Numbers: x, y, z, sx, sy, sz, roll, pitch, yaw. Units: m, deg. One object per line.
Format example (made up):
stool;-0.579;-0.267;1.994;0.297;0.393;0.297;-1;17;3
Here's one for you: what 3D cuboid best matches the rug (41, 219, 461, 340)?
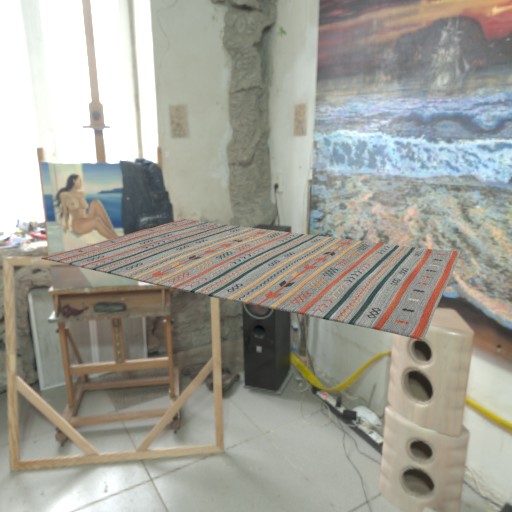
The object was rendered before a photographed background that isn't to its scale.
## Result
rug;0.000;0.000;3.037;2.439;0.029;1.537;9;18;28
